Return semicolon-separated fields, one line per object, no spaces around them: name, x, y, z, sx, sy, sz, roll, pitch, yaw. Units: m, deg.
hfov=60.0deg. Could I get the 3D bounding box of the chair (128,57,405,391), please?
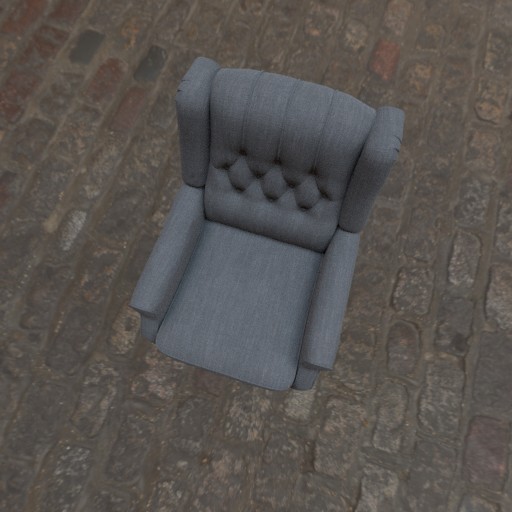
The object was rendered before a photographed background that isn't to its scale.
chair;0.000;0.000;1.657;0.742;1.035;0.898;17;75;5
